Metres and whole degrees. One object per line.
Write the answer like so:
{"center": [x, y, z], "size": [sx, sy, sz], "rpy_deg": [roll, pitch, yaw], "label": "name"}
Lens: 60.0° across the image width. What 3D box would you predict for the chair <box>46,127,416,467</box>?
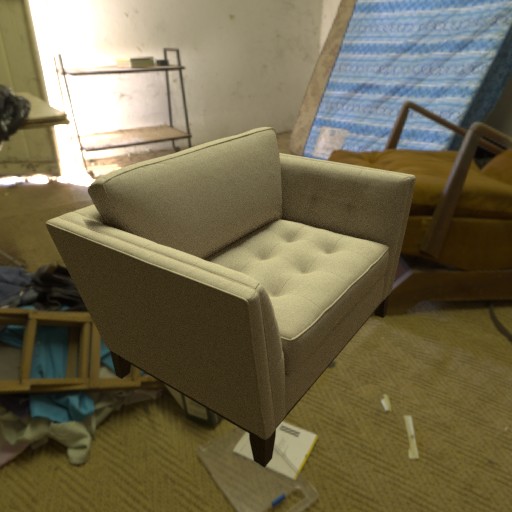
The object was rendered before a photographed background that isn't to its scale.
{"center": [0.000, 0.000, 2.052], "size": [0.965, 0.940, 1.397], "rpy_deg": [18, 32, 31], "label": "chair"}
